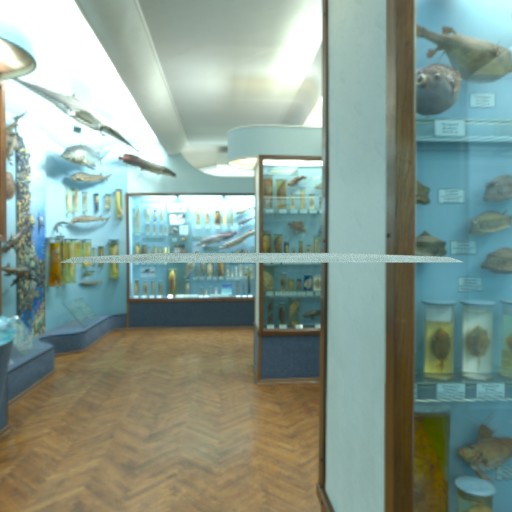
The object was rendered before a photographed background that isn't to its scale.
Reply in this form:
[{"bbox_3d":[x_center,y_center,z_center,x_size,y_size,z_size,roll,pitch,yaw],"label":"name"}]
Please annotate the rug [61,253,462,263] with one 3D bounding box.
[{"bbox_3d":[0.000,0.000,3.937,2.332,0.027,2.933,0,1,-2],"label":"rug"}]
